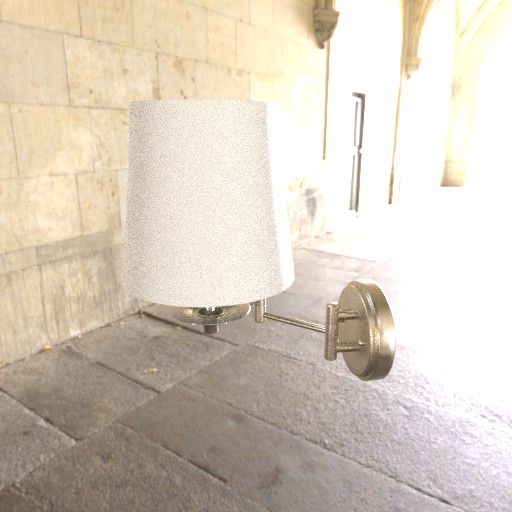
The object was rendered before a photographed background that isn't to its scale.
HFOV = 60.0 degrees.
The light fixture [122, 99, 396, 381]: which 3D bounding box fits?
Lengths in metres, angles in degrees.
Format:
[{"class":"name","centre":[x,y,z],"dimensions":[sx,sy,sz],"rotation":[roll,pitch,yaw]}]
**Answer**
[{"class":"light fixture","centre":[0.000,0.000,0.590],"dimensions":[0.348,0.381,0.223],"rotation":[-3,16,-9]}]
